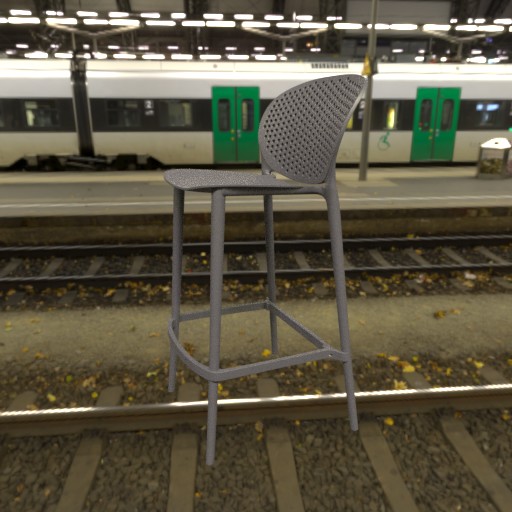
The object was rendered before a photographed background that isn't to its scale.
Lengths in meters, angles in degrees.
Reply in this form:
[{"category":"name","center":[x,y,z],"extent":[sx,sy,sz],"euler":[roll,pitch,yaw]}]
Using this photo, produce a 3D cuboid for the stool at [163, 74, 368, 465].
[{"category":"stool","center":[0.000,0.000,1.354],"extent":[0.535,1.045,0.536],"euler":[-8,19,-25]}]
